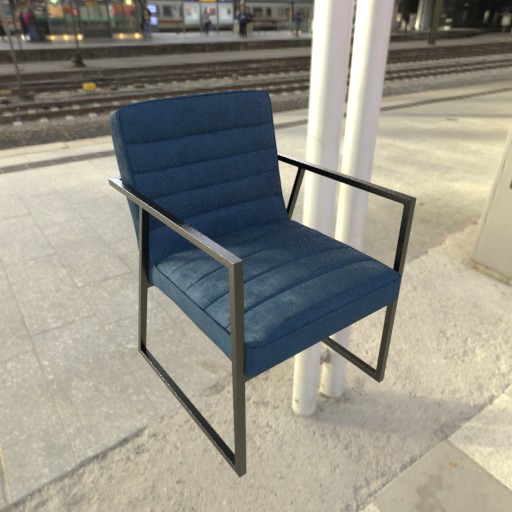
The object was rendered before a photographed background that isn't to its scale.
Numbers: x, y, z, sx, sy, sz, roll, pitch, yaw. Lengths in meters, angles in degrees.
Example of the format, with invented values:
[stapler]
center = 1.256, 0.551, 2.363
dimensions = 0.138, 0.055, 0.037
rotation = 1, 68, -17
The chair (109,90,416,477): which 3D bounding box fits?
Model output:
[chair]
center = 0.000, 0.000, 1.292
dimensions = 0.571, 0.833, 0.677
rotation = -20, 34, -32
